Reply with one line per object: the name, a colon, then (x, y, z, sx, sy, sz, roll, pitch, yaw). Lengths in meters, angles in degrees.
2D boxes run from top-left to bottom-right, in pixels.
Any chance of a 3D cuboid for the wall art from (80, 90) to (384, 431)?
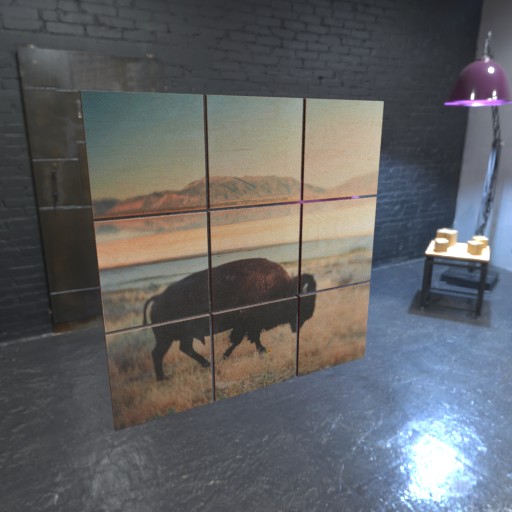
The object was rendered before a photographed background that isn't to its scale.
wall art: (0.000, 0.000, 1.335, 0.906, 0.904, 0.018, -8, 18, -27)
